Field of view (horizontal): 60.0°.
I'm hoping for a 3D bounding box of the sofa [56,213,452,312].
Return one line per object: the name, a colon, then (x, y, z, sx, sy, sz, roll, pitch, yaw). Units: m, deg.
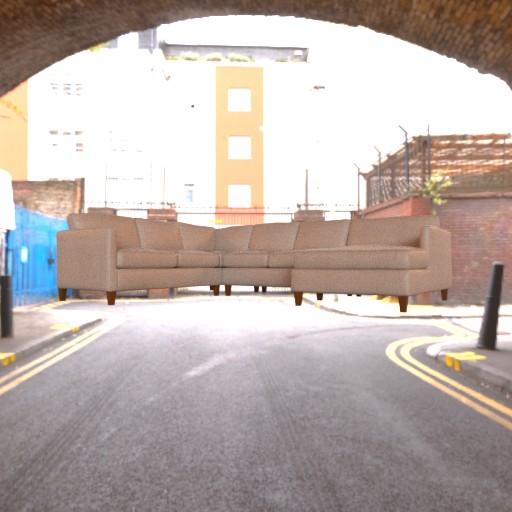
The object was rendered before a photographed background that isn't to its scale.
sofa: (0.000, 0.000, 4.764, 3.460, 0.961, 2.594, -1, -1, 35)
